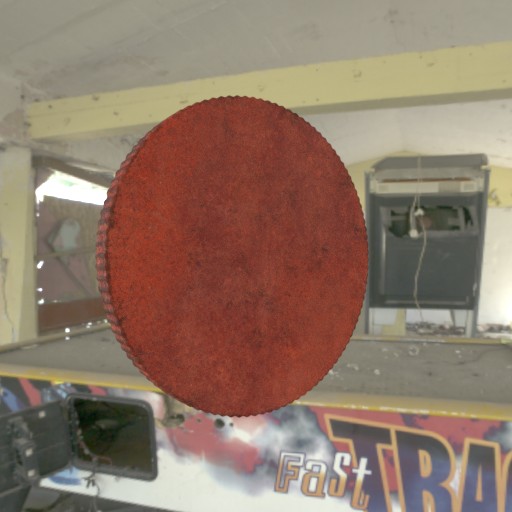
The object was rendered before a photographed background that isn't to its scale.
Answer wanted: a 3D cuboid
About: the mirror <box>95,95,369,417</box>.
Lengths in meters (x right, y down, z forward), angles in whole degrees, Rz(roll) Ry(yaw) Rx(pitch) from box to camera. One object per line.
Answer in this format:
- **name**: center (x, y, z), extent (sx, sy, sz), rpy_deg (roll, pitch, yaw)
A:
- **mirror**: center (0.000, 0.000, 0.877), extent (0.609, 0.609, 0.056), rpy_deg (1, -1, -36)
